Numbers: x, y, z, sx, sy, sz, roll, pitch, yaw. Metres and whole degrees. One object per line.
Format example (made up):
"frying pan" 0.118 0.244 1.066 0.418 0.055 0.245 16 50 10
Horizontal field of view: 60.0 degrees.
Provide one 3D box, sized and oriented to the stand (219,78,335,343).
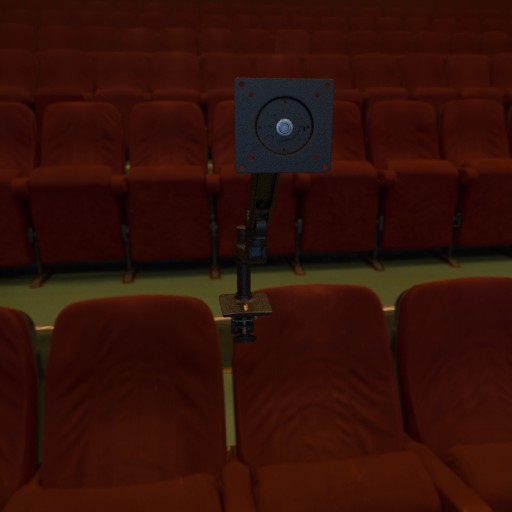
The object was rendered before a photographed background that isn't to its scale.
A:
"stand" 0.000 0.000 1.043 0.152 0.713 0.650 -2 16 -8
